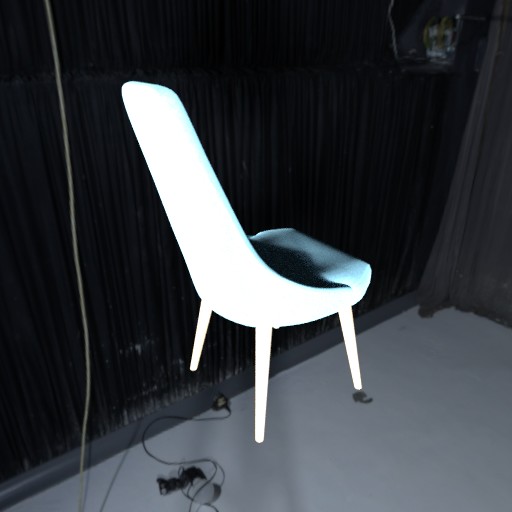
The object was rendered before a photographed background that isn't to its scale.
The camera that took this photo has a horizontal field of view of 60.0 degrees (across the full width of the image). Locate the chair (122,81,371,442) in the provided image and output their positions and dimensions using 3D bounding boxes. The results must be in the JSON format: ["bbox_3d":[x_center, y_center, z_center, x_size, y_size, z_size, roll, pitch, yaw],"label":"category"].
[{"bbox_3d":[0.000,0.000,1.386,0.660,1.040,0.510,-18,31,-33],"label":"chair"}]
